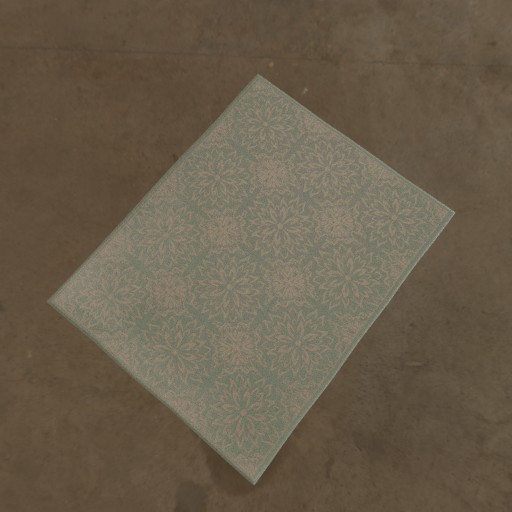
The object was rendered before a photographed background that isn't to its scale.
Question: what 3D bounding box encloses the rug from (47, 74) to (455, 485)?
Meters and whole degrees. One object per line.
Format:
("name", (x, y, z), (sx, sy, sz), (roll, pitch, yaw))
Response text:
("rug", (0.000, 0.000, 4.027), (2.363, 0.012, 2.980), (38, 79, 9))
